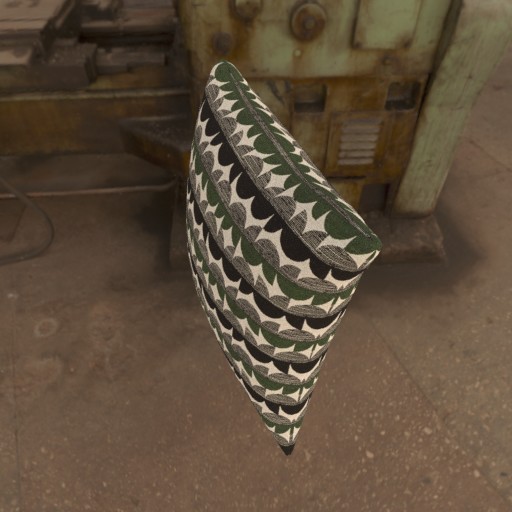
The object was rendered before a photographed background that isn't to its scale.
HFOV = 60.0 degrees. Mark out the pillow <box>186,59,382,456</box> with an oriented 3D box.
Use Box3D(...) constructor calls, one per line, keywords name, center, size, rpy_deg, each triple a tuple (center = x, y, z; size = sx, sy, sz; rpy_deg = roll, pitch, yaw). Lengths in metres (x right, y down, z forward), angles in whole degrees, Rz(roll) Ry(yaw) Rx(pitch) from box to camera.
Box3D(name="pillow", center=(0.000, 0.000, 0.637), size=(0.180, 0.404, 0.419), rpy_deg=(-16, 48, -15))
